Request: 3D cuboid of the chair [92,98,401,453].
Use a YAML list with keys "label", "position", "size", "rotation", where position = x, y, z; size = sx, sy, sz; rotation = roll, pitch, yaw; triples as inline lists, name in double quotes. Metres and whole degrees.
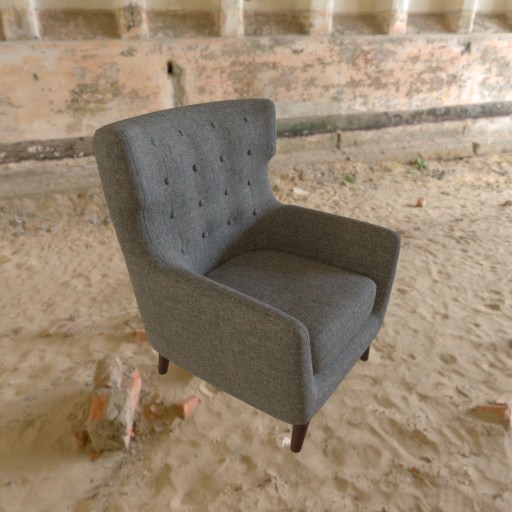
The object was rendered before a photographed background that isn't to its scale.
- label: "chair"
  position: [0.000, 0.000, 1.760]
  size: [0.904, 1.063, 0.878]
  rotation: [18, 33, 31]
